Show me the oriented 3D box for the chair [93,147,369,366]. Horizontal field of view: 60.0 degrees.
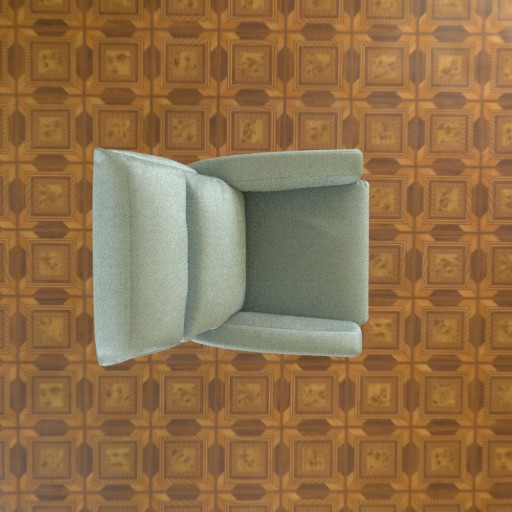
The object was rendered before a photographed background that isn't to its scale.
[{"bbox_3d":[0.000,0.000,1.683,0.940,1.013,0.812,0,92,-1],"label":"chair"}]
